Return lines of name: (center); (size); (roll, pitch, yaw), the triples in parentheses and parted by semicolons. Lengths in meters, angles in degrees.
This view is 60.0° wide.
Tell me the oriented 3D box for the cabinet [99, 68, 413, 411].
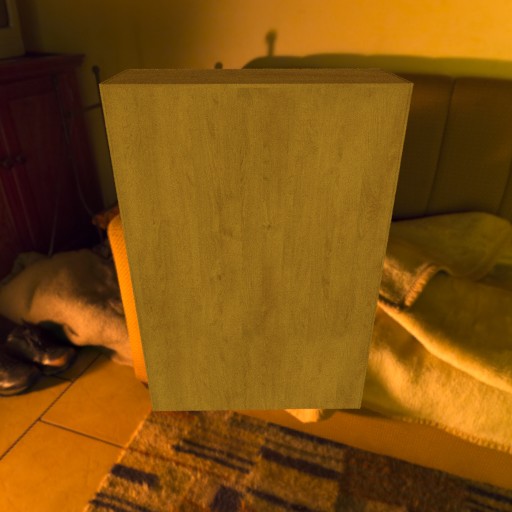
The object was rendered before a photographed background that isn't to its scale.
cabinet: (0.000, 0.000, 2.509); (1.290, 1.910, 0.510); (0, 29, -1)
